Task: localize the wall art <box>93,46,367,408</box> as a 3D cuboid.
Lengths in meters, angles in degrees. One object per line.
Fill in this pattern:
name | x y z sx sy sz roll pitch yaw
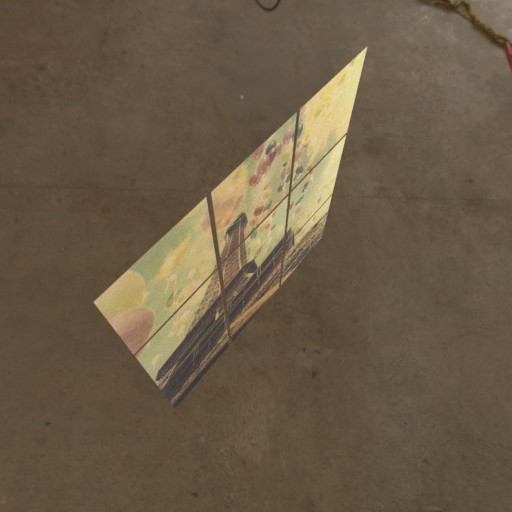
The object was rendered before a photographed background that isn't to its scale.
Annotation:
wall art | 0.000 0.000 2.234 0.002 1.505 1.517 35 66 18
